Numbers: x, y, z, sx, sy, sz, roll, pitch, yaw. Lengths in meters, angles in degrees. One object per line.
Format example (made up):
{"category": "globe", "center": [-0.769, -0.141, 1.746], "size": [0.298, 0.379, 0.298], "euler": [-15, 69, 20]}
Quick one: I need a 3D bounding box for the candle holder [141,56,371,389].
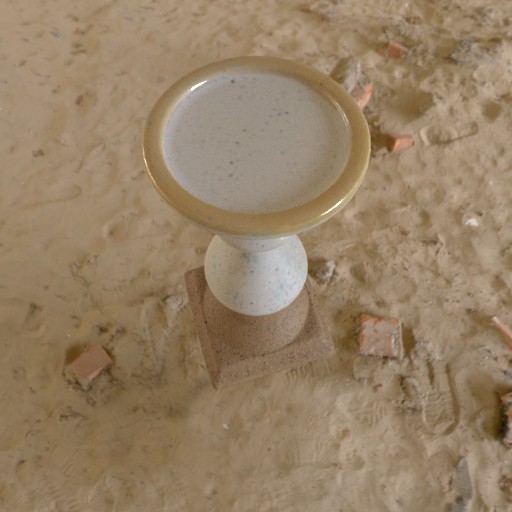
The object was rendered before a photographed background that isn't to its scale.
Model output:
{"category": "candle holder", "center": [0.000, 0.000, 0.301], "size": [0.110, 0.239, 0.110], "euler": [-15, 64, -8]}
